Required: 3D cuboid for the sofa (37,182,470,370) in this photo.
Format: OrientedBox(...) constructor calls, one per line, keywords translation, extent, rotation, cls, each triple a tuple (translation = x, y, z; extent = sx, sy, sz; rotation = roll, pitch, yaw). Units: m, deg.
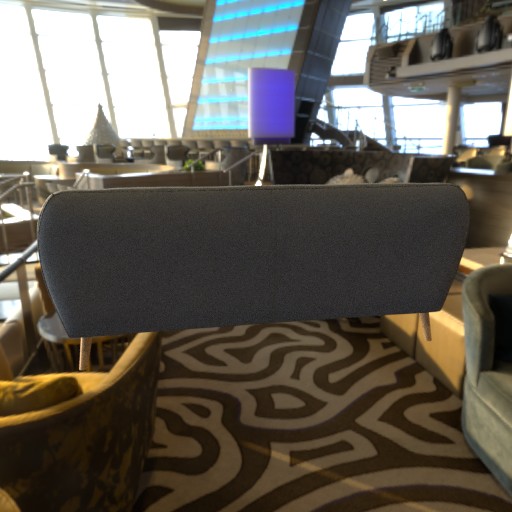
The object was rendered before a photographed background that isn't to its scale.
OrientedBox(translation=(0.000, 0.000, 2.401), extent=(1.975, 0.832, 0.841), rotation=(-3, 15, -10), cls="sofa")
